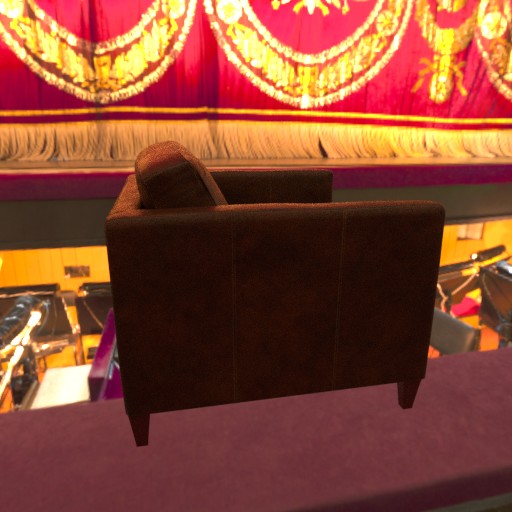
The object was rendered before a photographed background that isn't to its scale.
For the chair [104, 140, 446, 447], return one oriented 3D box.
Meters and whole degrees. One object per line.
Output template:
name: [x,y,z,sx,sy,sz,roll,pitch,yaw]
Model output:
chair: [0.000,0.000,1.719,0.975,0.864,0.990,-4,18,-11]
